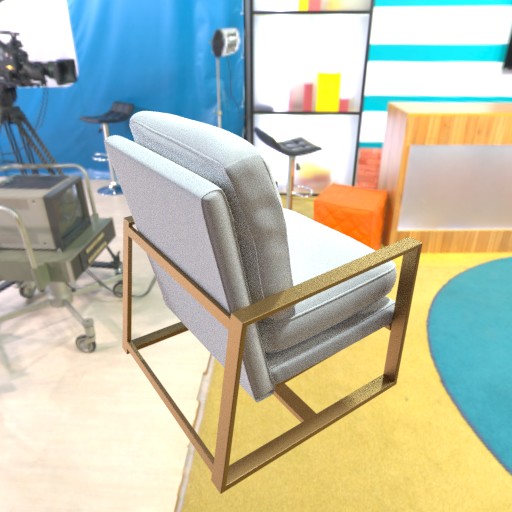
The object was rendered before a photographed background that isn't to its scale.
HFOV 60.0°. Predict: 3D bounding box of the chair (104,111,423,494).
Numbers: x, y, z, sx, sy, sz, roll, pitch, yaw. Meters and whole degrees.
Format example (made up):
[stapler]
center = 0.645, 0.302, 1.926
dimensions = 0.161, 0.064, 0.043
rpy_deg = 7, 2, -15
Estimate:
[chair]
center = 0.000, 0.000, 1.553
dimensions = 0.813, 0.966, 0.805
rpy_deg = -18, 33, -31
